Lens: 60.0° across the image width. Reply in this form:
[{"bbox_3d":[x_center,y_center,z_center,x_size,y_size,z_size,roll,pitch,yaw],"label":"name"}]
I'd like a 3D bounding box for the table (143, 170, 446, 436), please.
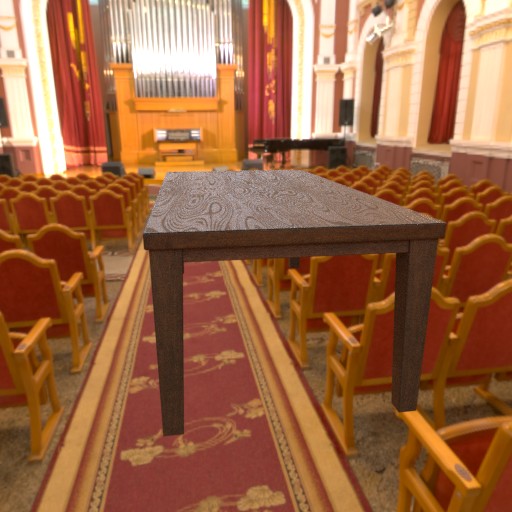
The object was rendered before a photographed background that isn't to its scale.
[{"bbox_3d":[0.000,0.000,2.486,1.016,0.762,1.981,-2,16,-8],"label":"table"}]
